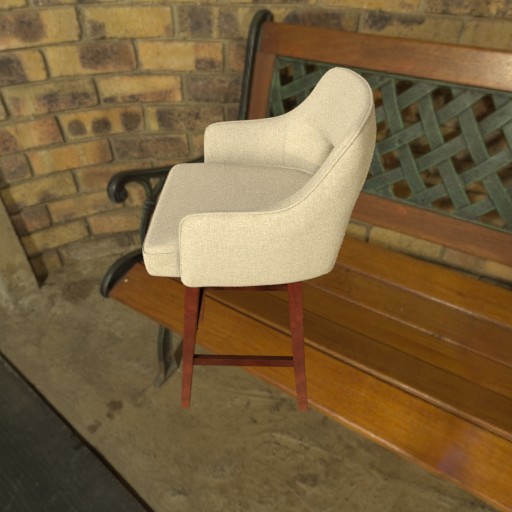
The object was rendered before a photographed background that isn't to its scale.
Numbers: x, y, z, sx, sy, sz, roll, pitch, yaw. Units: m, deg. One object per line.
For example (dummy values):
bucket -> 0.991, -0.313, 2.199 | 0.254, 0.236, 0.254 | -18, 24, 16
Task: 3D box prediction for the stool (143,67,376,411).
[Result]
stool -> 0.000, 0.000, 1.374 | 0.560, 1.041, 0.550 | 1, 39, 1
